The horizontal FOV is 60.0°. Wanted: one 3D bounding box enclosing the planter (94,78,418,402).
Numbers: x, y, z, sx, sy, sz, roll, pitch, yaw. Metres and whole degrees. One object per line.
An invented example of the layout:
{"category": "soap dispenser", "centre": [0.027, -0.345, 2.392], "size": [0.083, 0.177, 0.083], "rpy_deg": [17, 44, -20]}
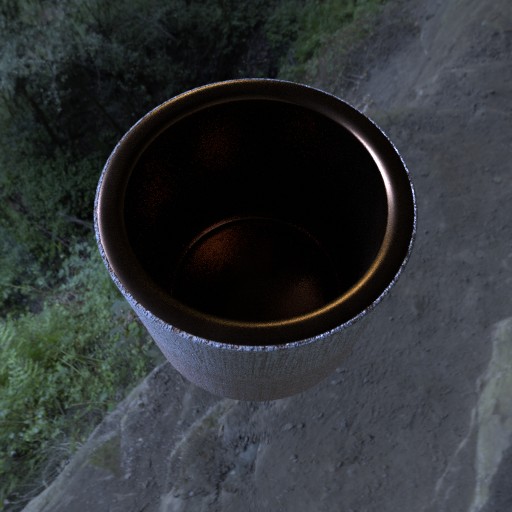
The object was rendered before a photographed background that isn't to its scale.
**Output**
{"category": "planter", "centre": [0.000, 0.000, 0.189], "size": [0.109, 0.096, 0.109], "rpy_deg": [0, 64, 0]}
